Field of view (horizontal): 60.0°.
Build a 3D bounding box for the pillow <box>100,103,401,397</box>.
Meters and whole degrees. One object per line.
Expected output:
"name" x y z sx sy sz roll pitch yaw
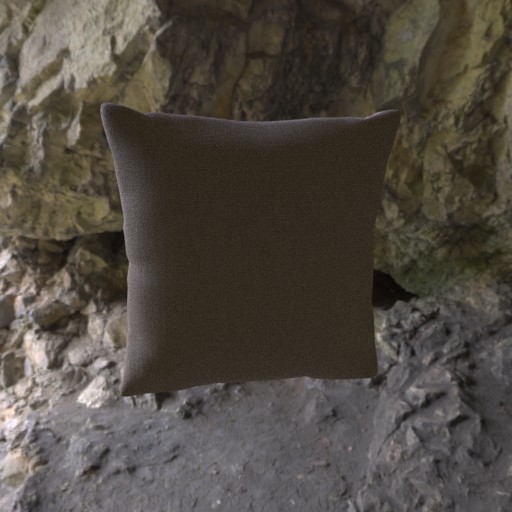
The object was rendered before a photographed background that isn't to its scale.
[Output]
"pillow" 0.000 0.000 0.677 0.429 0.436 0.159 -3 14 -10
